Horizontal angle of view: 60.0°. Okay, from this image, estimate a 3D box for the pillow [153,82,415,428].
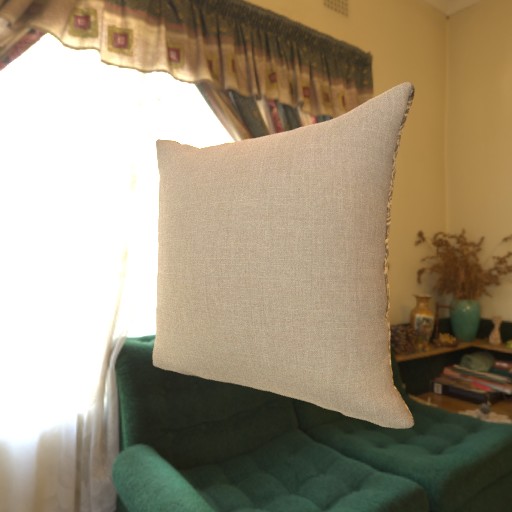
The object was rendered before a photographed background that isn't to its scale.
[{"bbox_3d":[0.000,0.000,0.774,0.546,0.487,0.180,0,0,37],"label":"pillow"}]
